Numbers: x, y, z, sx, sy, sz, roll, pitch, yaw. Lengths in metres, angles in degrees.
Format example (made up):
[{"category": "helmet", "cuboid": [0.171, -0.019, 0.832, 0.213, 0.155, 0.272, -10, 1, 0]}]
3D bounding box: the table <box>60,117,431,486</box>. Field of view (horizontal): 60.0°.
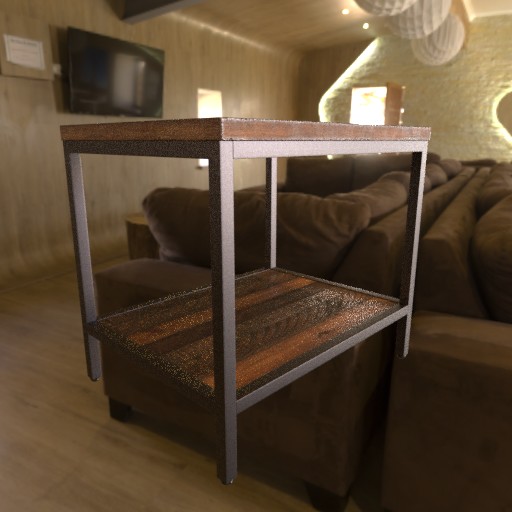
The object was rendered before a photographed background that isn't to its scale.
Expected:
[{"category": "table", "cuboid": [0.000, 0.000, 1.090, 0.524, 0.612, 0.678, 14, 20, 42]}]
